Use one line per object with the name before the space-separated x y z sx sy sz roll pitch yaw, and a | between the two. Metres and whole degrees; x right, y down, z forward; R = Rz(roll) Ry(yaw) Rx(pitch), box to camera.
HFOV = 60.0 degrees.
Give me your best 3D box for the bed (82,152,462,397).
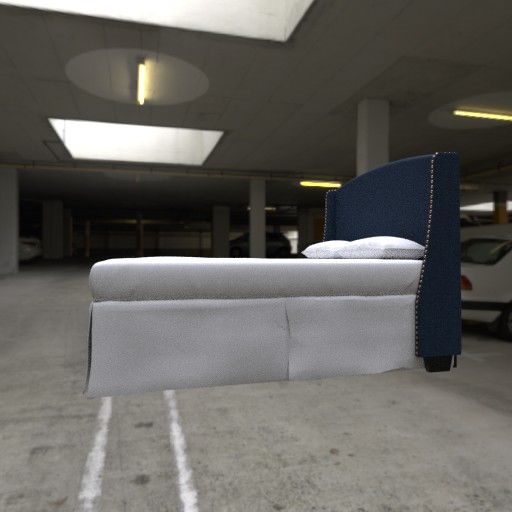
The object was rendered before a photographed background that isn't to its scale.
bed | 0.000 0.000 3.187 2.223 1.402 1.604 0 0 -15
